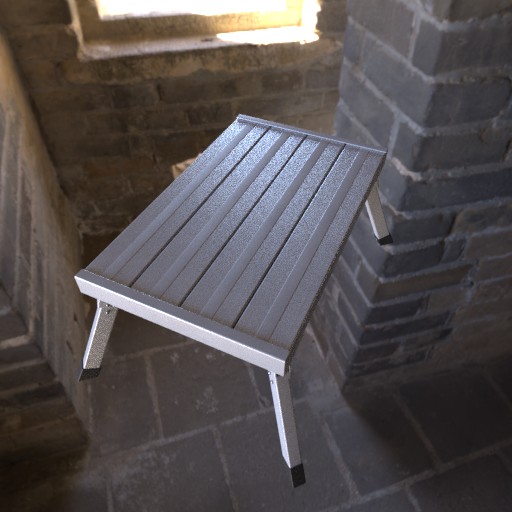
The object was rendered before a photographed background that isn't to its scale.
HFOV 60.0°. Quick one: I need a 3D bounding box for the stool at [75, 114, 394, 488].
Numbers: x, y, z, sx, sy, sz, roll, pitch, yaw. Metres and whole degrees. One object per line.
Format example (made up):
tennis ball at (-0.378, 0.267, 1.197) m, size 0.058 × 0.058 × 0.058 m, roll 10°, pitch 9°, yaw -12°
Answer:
stool at (0.000, 0.000, 0.727) m, size 0.385 × 0.225 × 0.535 m, roll 19°, pitch 48°, yaw 17°
